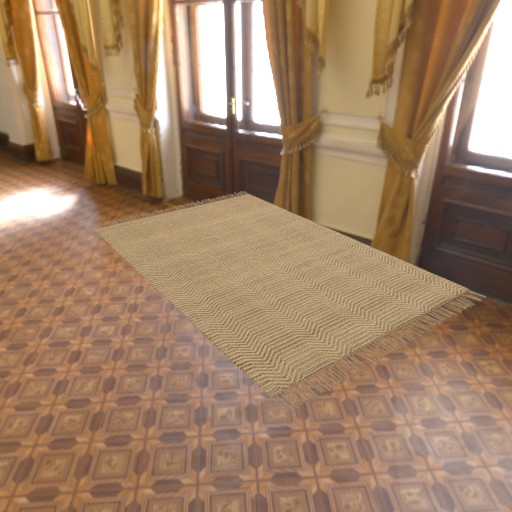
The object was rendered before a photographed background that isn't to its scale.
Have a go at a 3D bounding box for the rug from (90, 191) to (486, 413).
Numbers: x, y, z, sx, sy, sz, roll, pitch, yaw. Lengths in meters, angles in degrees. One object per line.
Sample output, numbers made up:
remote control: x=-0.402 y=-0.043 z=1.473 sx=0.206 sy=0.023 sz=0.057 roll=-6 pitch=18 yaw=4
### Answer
rug: x=0.000 y=0.000 z=2.483 sx=1.224 sy=0.027 sz=2.021 roll=-18 pitch=31 yaw=-32
